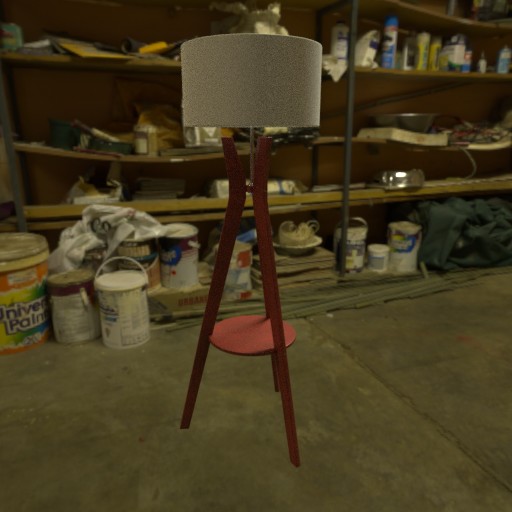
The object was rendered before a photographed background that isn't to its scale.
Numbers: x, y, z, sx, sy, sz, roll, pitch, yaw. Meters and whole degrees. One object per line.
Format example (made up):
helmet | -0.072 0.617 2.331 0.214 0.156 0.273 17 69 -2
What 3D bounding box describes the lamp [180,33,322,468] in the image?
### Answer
lamp | 0.000 0.000 1.725 0.539 1.472 0.542 7 17 24
